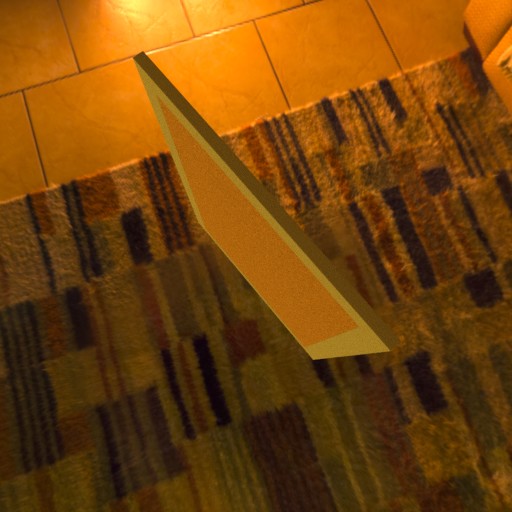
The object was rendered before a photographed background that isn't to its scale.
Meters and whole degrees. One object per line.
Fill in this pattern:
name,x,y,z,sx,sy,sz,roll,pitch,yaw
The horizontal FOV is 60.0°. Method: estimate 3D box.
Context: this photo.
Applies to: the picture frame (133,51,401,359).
picture frame,0.000,0.000,0.581,0.011,0.459,0.326,-39,79,-9
